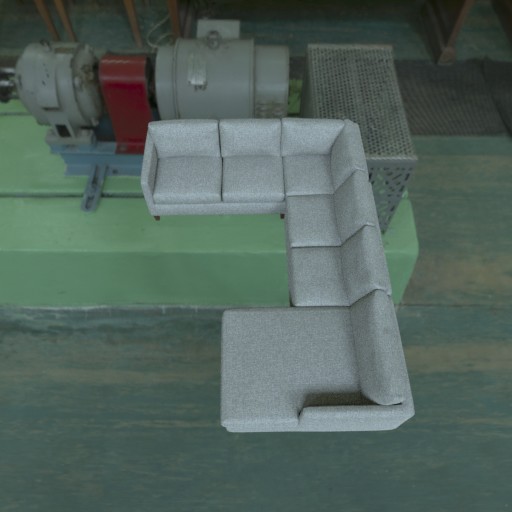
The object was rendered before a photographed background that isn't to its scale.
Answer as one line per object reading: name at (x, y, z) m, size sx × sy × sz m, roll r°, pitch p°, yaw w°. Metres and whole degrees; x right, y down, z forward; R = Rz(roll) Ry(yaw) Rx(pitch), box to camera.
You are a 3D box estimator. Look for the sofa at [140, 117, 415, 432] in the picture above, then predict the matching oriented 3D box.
sofa at (0.000, 0.000, 4.710) m, size 2.593 × 0.959 × 3.460 m, roll -1°, pitch 59°, yaw -1°
